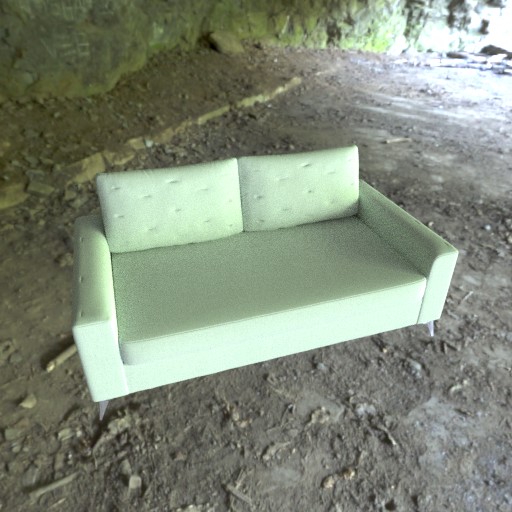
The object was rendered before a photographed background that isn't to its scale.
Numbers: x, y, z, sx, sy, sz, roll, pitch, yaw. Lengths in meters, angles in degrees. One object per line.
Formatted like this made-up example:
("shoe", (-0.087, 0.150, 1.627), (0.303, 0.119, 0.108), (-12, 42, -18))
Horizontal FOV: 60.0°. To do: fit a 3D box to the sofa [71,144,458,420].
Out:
("sofa", (0.000, 0.000, 2.160), (1.650, 0.790, 0.920), (-10, 33, -15))
